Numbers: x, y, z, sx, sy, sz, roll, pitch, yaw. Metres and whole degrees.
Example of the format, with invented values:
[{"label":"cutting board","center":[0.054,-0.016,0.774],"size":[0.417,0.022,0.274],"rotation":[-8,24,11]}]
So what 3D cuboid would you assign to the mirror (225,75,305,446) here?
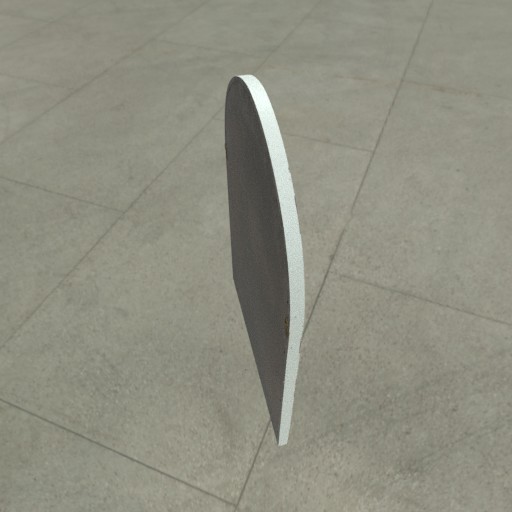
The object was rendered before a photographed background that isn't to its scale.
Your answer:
[{"label":"mirror","center":[0.000,0.000,1.175],"size":[0.032,0.920,0.660],"rotation":[-10,47,-9]}]
